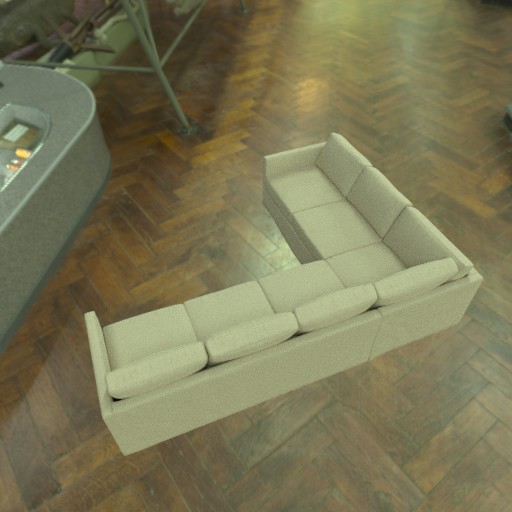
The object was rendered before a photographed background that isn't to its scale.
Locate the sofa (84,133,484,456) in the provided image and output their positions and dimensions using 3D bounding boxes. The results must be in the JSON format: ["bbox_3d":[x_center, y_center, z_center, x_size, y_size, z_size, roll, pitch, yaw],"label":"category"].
[{"bbox_3d":[0.000,0.000,4.257,3.182,0.871,2.432,-16,48,-15],"label":"sofa"}]
